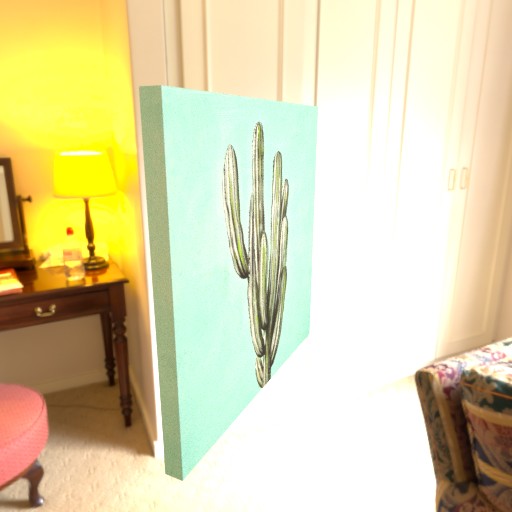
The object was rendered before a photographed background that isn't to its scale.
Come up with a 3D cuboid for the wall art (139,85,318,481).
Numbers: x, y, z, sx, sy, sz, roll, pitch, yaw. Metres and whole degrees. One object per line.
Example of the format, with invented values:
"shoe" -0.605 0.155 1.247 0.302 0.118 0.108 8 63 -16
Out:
"wall art" 0.000 0.000 0.903 0.036 0.603 0.603 8 18 26
